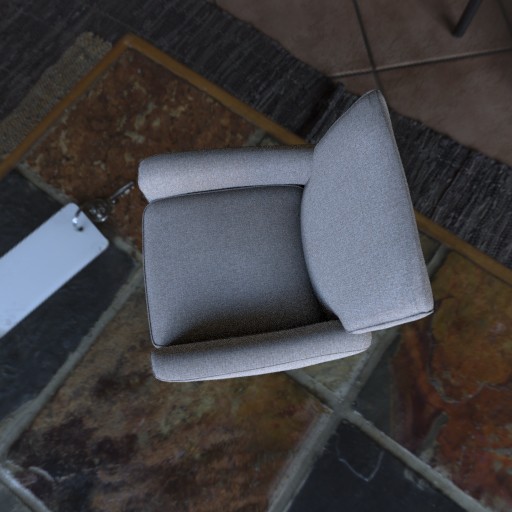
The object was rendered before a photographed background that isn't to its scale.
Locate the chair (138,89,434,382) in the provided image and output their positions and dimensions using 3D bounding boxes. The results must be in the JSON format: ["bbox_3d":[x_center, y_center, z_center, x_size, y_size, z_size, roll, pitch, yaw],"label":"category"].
[{"bbox_3d":[0.000,0.000,1.655,0.864,1.014,0.848,-7,75,-2],"label":"chair"}]
